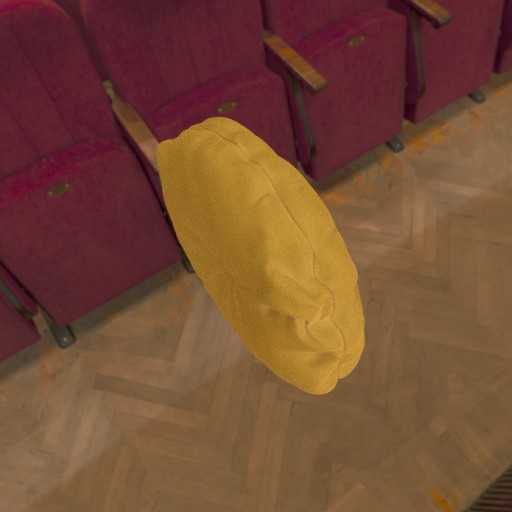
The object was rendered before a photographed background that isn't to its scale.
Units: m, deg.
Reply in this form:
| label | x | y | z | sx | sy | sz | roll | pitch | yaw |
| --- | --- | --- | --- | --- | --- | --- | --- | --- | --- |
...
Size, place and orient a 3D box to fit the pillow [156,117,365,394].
| label | x | y | z | sx | sy | sz | roll | pitch | yaw |
| --- | --- | --- | --- | --- | --- | --- | --- | --- | --- |
| pillow | 0.000 | 0.000 | 0.660 | 0.148 | 0.407 | 0.428 | -31 | 66 | -15 |
